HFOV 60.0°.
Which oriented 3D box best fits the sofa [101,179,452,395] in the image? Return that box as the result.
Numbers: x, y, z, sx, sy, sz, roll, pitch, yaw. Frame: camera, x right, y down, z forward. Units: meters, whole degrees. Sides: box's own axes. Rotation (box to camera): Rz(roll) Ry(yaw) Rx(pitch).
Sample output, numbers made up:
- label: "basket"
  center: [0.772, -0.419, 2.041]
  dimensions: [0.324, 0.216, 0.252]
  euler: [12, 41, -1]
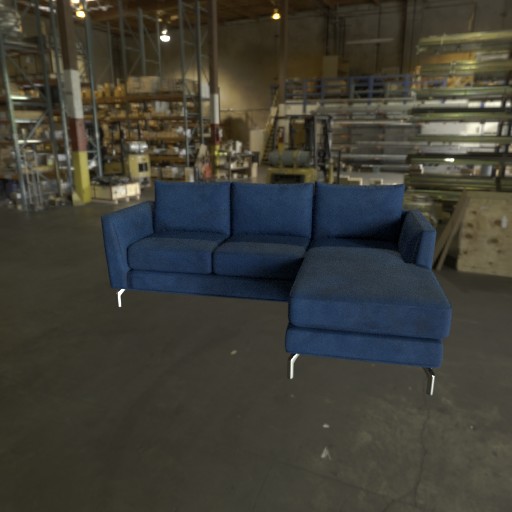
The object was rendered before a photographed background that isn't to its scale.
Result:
- label: "sofa"
  center: [0.000, 0.000, 3.242]
  dimensions: [2.438, 0.987, 1.622]
  euler: [3, 16, 12]
